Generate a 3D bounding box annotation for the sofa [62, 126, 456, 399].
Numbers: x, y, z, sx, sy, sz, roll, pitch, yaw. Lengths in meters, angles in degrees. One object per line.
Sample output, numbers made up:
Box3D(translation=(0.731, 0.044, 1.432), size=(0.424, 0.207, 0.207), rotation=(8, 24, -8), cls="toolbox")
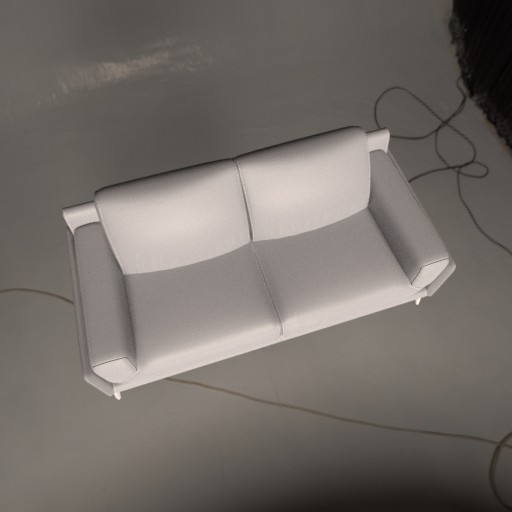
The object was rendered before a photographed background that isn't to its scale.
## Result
Box3D(translation=(0.000, 0.000, 2.642), size=(2.100, 0.900, 0.969), rotation=(-16, 63, -8), cls="sofa")
